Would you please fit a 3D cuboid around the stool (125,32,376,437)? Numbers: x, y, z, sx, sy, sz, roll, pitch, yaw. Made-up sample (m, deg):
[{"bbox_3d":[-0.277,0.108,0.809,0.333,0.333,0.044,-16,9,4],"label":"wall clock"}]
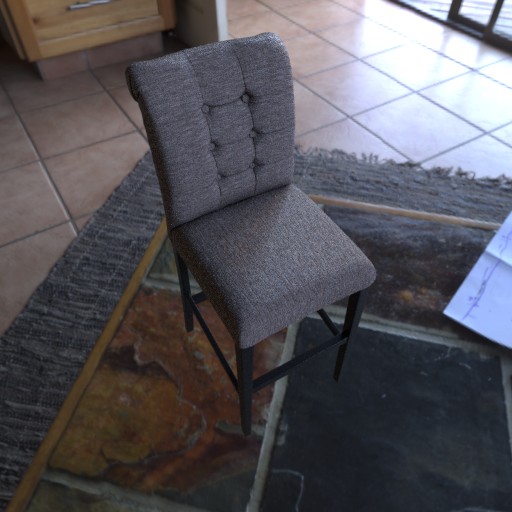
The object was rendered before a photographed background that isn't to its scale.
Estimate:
[{"bbox_3d":[0.000,0.000,1.417,0.452,1.131,0.613,-23,52,-20],"label":"stool"}]
